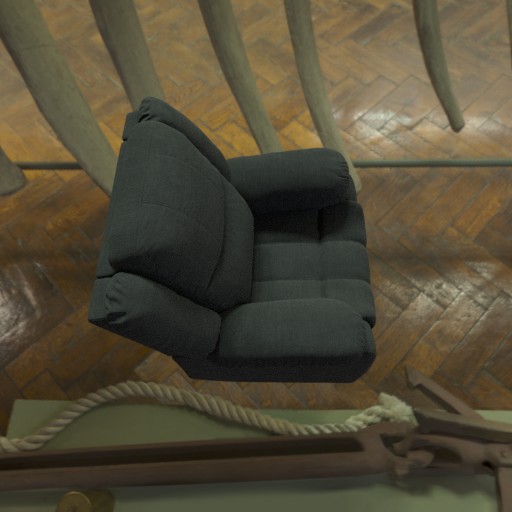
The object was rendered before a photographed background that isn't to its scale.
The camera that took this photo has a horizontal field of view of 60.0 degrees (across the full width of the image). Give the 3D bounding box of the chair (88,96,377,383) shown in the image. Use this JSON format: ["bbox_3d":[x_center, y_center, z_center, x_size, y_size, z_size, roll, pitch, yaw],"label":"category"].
[{"bbox_3d":[0.000,0.000,1.739,0.944,1.008,0.899,1,63,0],"label":"chair"}]
